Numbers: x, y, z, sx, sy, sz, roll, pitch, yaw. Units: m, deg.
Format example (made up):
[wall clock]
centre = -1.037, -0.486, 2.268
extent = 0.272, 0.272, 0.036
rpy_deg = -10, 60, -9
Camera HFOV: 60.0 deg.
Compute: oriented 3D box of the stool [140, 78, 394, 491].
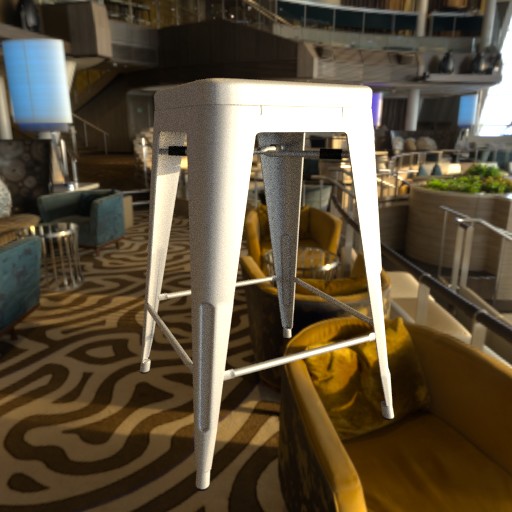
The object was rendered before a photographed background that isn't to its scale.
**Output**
[stool]
centre = 0.000, 0.000, 0.863
extent = 0.406, 0.610, 0.406
rpy_deg = -8, 18, -26
